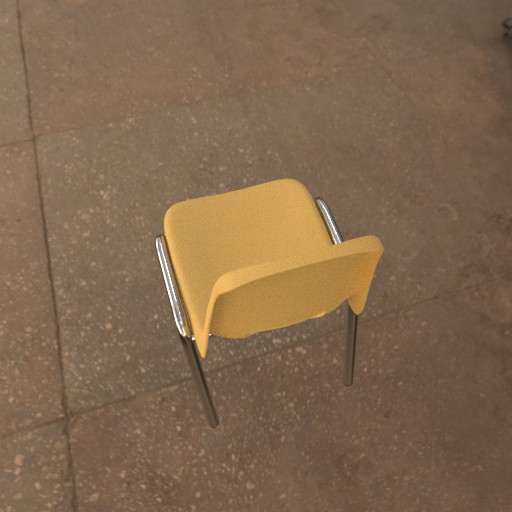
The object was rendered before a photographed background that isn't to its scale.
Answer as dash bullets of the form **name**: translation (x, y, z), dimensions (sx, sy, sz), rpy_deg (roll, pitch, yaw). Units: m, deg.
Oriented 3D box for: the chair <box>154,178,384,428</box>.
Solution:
- **chair**: translation (0.000, 0.000, 0.821), dimensions (0.354, 0.586, 0.423), rpy_deg (-14, 59, -9)
